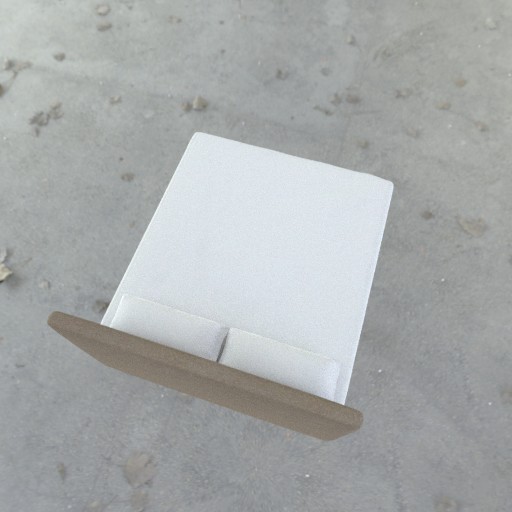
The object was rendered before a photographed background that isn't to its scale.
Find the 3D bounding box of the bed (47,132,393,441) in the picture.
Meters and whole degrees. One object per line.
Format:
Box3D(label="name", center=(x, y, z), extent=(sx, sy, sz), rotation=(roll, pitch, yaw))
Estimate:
Box3D(label="bed", center=(0.000, 0.000, 3.700), extent=(2.119, 1.317, 2.341), rotation=(16, 65, 8))
